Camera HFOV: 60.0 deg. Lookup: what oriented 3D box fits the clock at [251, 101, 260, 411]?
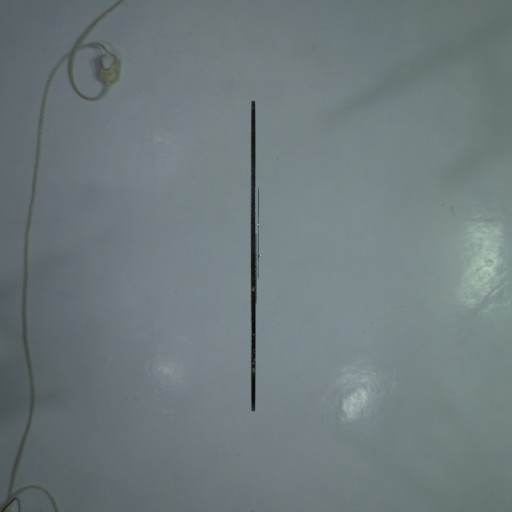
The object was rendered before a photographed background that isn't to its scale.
[{"bbox_3d":[0.000,0.000,1.275,0.025,0.843,0.843,0,90,0],"label":"clock"}]
